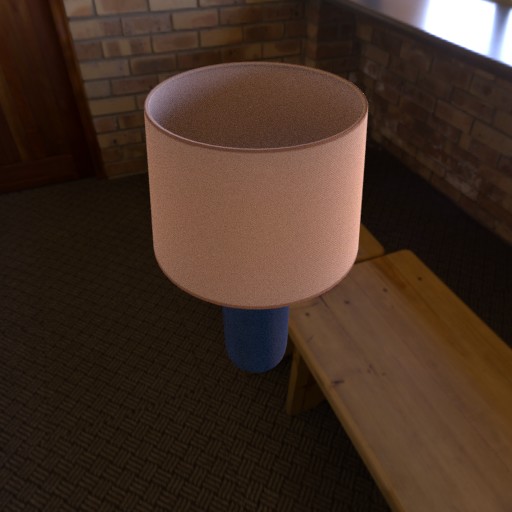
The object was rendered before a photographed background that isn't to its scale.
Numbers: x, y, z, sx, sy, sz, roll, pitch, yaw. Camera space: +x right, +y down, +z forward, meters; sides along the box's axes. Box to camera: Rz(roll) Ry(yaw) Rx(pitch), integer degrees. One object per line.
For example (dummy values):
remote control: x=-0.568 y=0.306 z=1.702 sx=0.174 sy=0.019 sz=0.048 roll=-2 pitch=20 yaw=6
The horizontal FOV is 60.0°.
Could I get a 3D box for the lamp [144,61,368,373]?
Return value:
lamp: x=0.000 y=0.000 z=0.842 sx=0.367 sy=0.609 sz=0.367 roll=0 pitch=41 yaw=0
